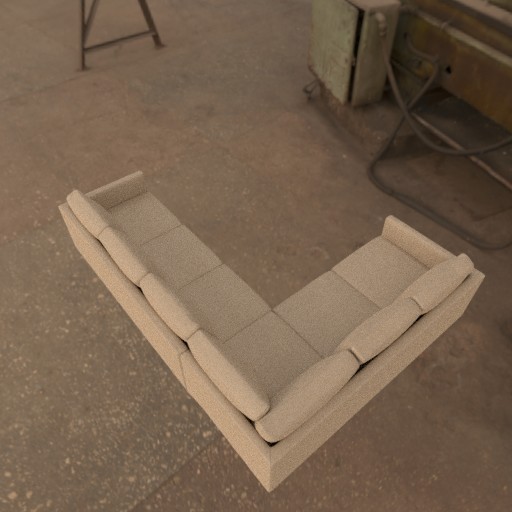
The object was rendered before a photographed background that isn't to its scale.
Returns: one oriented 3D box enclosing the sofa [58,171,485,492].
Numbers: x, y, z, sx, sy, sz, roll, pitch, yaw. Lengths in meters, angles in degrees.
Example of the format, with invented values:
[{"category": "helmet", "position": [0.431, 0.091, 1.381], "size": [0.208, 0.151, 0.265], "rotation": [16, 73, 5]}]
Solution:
[{"category": "sofa", "position": [0.000, 0.000, 4.224], "size": [2.432, 0.863, 3.182], "rotation": [-32, 55, -26]}]
